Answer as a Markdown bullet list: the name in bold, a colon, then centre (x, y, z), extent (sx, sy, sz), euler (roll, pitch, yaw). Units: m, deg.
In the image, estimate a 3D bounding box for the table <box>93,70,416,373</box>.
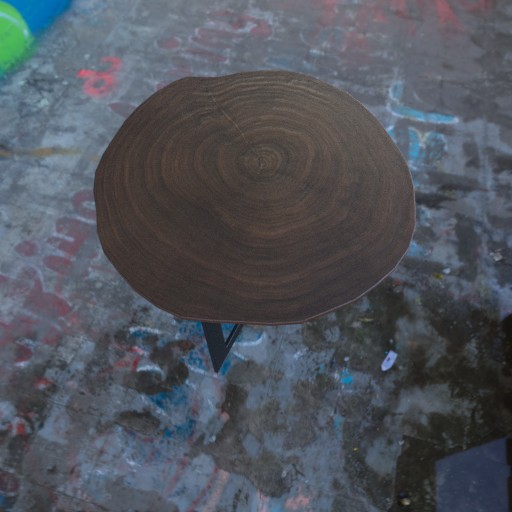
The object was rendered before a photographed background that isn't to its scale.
- **table**: centre (0.000, 0.000, 0.865), extent (0.477, 0.476, 0.494), euler (13, 60, 8)
